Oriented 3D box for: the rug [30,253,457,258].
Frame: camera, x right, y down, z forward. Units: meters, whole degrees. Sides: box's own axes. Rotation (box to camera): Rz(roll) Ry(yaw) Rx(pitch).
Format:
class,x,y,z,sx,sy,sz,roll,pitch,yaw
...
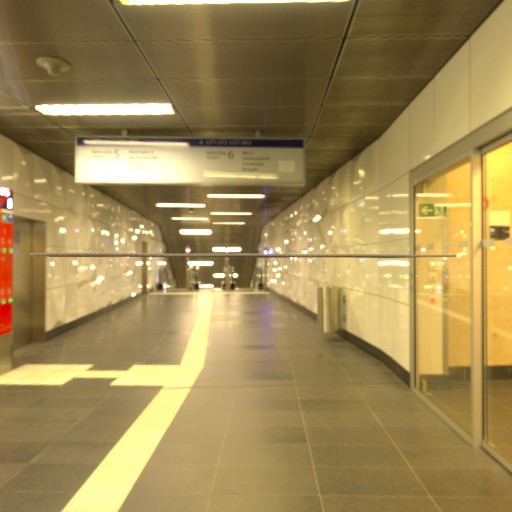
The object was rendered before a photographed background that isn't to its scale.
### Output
class,x,y,z,sx,sy,sz,roll,pitch,yaw
rug,0.000,0.000,2.465,2.182,0.015,0.645,0,-1,-18
